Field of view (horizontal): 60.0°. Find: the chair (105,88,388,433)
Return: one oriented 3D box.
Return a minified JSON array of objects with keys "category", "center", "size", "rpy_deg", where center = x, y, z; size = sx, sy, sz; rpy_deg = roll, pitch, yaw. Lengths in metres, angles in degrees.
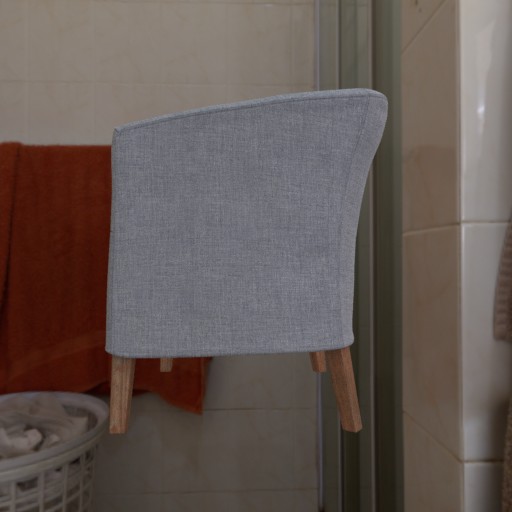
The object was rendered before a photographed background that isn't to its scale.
[{"category":"chair","center":[0.000,0.000,1.235],"size":[0.668,0.771,0.600],"rpy_deg":[0,0,0]}]
